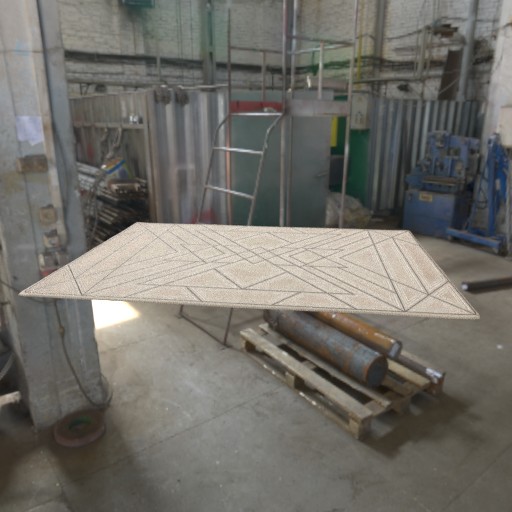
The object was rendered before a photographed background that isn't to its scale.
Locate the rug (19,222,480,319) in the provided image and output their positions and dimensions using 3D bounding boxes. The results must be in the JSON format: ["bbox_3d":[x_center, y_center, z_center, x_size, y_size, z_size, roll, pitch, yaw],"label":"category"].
[{"bbox_3d":[0.000,0.000,4.336,3.381,0.026,2.436,2,18,7],"label":"rug"}]
